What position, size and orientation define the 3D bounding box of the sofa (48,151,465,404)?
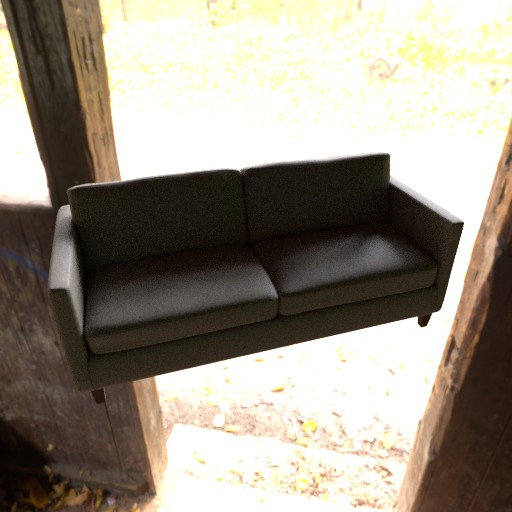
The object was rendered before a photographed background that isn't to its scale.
[{"bbox_3d":[0.000,0.000,2.693,2.208,0.963,0.956,-9,32,-15],"label":"sofa"}]
